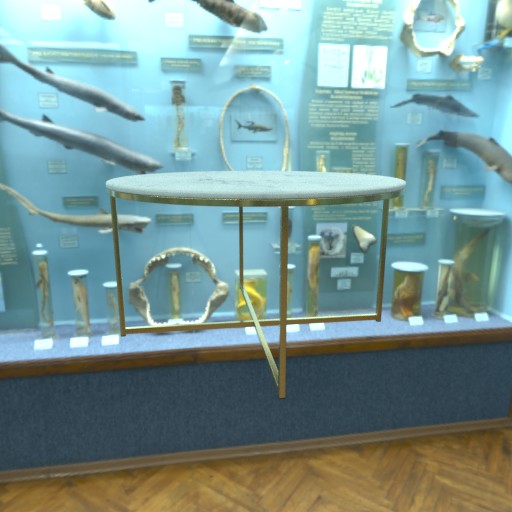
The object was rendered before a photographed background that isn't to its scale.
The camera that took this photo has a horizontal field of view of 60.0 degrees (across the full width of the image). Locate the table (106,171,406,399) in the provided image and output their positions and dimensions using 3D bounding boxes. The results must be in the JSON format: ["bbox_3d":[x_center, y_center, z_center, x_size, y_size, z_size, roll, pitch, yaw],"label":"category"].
[{"bbox_3d":[0.000,0.000,1.293,0.800,0.450,0.800,0,14,0],"label":"table"}]
